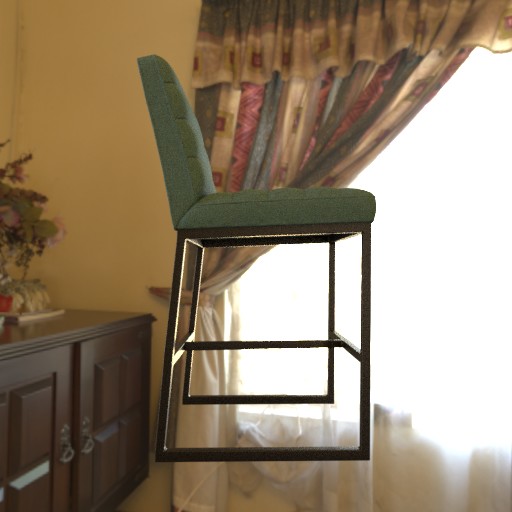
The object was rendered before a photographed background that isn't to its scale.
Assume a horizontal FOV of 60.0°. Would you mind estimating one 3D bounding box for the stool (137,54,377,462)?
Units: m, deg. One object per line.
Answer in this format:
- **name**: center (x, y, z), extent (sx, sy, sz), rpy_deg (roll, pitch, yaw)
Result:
- **stool**: center (0.000, 0.000, 1.231), extent (0.560, 0.940, 0.460), rpy_deg (0, -1, -1)
